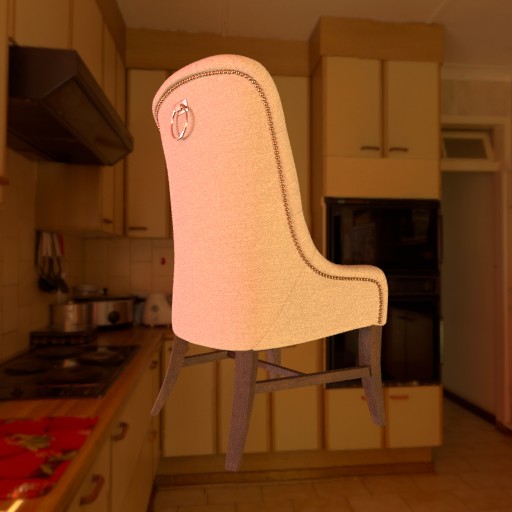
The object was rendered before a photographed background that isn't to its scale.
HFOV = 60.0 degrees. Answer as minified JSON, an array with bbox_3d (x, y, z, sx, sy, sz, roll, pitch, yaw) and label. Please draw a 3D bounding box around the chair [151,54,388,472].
[{"bbox_3d":[0.000,0.000,1.485,0.629,1.091,0.634,0,-1,-36],"label":"chair"}]
